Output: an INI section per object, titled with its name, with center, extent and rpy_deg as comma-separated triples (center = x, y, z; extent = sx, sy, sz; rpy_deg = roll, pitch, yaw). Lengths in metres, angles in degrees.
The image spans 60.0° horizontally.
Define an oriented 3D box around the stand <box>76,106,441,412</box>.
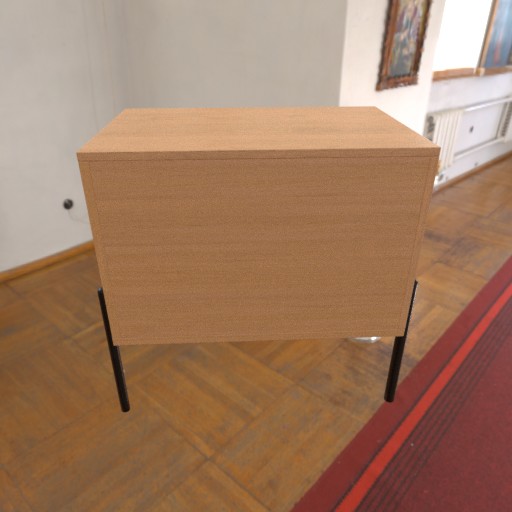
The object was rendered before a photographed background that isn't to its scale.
[stand]
center = 0.000, 0.000, 1.023
extent = 0.630, 0.600, 0.400
rpy_deg = -1, 28, -3
